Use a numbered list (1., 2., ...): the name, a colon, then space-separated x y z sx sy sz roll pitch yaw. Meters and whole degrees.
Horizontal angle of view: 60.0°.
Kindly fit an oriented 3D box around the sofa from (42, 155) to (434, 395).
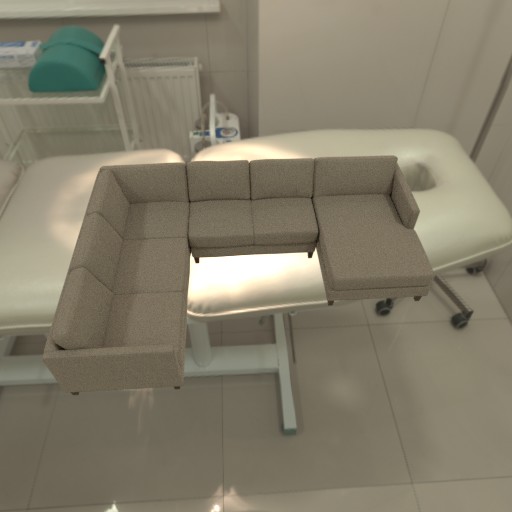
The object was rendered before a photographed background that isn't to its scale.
1. sofa: 0.000 0.000 4.442 3.438 0.865 2.424 -3 47 -2
